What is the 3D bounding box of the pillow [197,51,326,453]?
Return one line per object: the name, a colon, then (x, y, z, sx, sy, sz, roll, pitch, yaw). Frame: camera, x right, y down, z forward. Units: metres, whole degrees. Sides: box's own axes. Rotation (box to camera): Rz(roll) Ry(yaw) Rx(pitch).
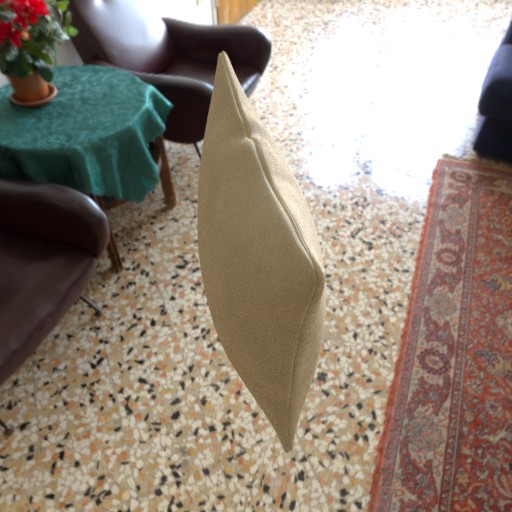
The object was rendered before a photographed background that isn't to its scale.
pillow: (0.000, 0.000, 0.650, 0.162, 0.420, 0.437, -10, 48, -9)
